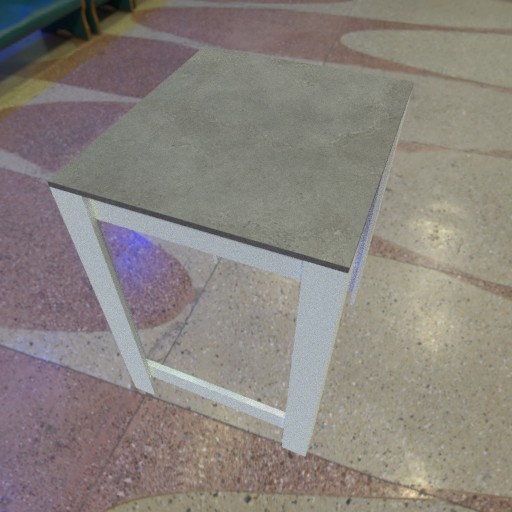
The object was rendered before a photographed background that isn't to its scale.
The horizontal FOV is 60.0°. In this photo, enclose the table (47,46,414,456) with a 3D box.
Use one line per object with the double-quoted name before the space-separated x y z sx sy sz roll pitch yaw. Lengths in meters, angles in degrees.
"table" 0.000 0.000 1.541 0.700 1.020 0.800 17 49 15
